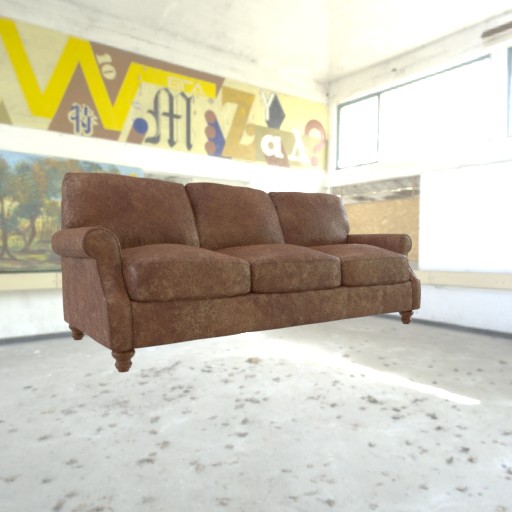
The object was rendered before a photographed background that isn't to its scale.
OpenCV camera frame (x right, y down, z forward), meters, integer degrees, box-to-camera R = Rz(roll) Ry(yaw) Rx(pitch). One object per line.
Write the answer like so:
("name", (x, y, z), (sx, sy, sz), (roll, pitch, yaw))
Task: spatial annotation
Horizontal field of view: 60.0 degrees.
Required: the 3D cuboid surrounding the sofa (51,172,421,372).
("sofa", (0.000, 0.000, 2.864), (2.351, 0.977, 0.973), (-1, 2, -35))
